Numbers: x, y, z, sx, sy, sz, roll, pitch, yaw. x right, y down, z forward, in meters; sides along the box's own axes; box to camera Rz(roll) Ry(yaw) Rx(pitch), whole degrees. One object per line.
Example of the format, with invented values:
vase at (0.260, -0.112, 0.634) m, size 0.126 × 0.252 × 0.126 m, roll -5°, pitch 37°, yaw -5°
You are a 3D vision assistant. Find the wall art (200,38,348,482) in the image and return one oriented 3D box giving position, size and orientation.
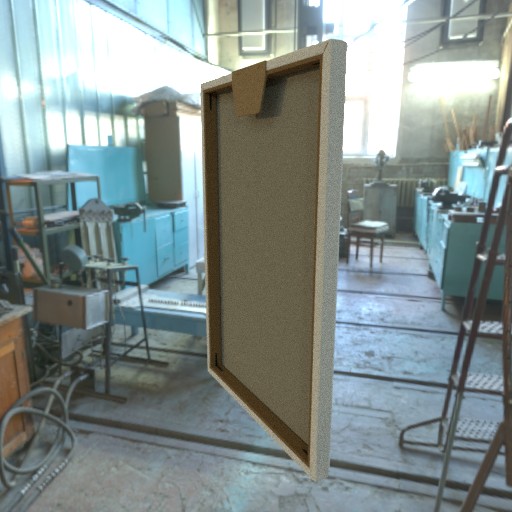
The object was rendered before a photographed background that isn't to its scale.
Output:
wall art at (0.000, 0.000, 1.149) m, size 0.048 × 0.916 × 0.602 m, roll -7°, pitch 15°, yaw -29°
